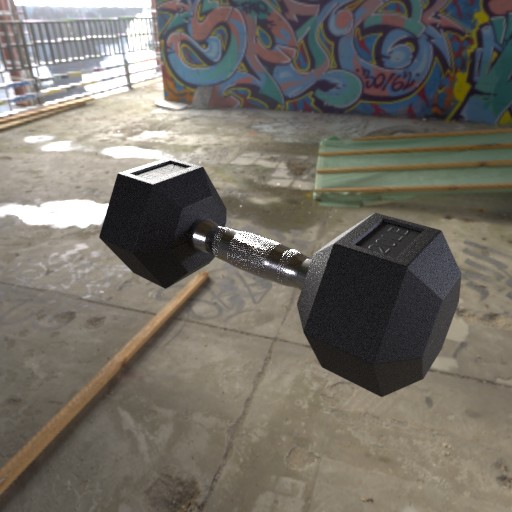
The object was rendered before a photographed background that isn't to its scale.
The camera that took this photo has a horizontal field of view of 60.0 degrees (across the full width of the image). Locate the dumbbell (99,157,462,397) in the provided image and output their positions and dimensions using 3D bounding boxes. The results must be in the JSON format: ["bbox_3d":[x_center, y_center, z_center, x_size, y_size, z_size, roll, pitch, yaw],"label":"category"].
[{"bbox_3d":[0.000,0.000,0.358,0.297,0.101,0.116,21,35,32],"label":"dumbbell"}]
